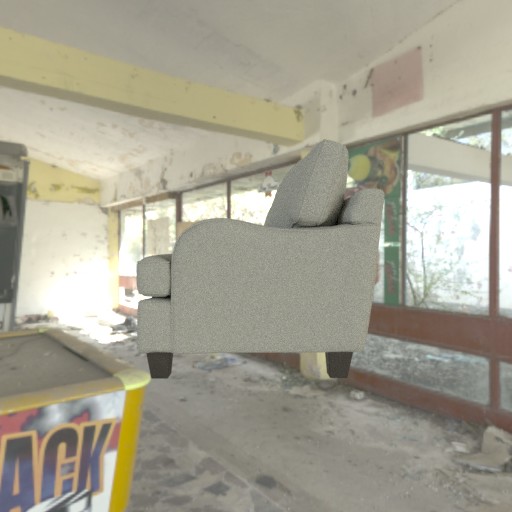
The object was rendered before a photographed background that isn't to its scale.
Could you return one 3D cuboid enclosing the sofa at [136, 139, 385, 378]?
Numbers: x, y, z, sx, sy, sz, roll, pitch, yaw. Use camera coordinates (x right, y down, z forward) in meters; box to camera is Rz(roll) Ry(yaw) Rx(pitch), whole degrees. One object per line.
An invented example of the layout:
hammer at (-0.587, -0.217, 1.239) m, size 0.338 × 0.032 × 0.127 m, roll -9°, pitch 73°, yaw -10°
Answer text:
sofa at (0.000, 0.000, 2.910) m, size 1.016 × 0.997 × 2.323 m, roll 0°, pitch 0°, yaw -1°
